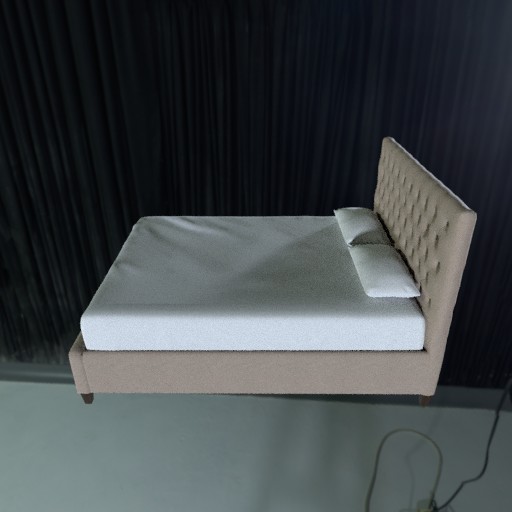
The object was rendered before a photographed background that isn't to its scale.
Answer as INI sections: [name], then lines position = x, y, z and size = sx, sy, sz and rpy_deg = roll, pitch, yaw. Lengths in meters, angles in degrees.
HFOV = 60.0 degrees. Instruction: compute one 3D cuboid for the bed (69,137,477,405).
[bed]
position = 0.000, 0.000, 3.397
size = 2.387, 1.427, 1.698
rpy_deg = 0, 28, 0
